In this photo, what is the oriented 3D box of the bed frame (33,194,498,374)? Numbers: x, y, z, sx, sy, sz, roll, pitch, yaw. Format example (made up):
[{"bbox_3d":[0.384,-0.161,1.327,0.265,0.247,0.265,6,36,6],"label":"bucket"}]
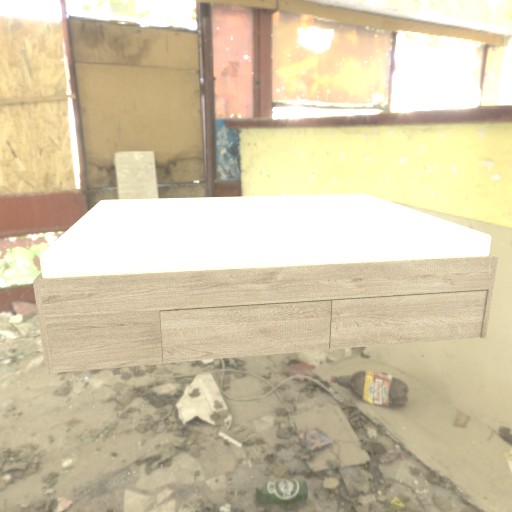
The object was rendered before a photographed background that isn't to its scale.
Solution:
[{"bbox_3d":[0.000,0.000,2.545,1.944,0.490,1.448,-3,16,-9],"label":"bed frame"}]
